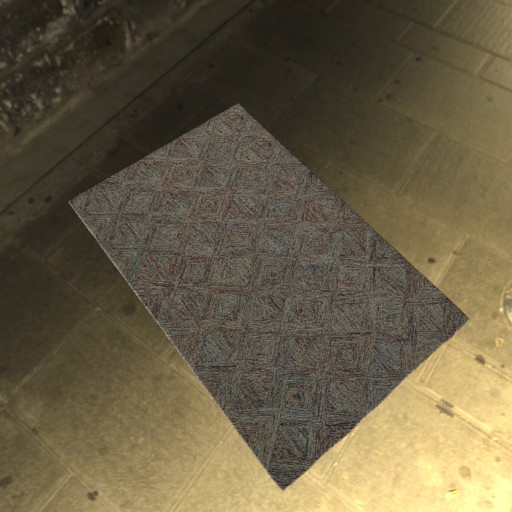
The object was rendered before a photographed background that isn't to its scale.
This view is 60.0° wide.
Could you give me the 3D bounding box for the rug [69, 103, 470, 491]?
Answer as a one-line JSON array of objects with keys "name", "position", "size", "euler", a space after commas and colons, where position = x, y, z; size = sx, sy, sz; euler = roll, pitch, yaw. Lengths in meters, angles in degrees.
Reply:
[{"name": "rug", "position": [0.000, 0.000, 2.198], "size": [1.143, 0.014, 1.761], "euler": [-36, 68, -17]}]
